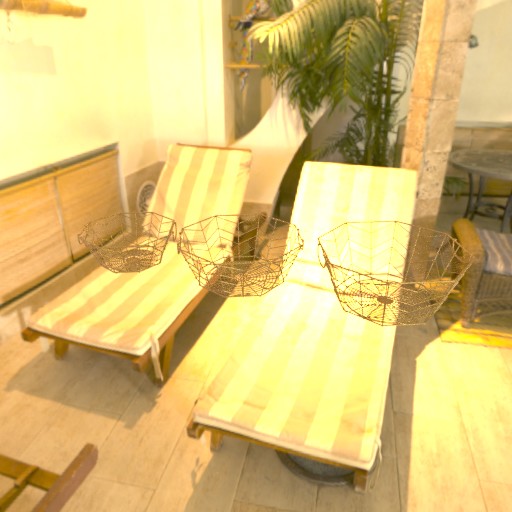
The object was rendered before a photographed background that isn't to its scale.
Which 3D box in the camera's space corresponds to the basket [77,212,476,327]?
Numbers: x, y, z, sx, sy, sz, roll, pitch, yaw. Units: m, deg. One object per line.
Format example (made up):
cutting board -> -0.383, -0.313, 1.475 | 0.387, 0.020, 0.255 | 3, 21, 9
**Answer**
basket -> 0.000, 0.000, 1.403 | 1.245, 0.178, 0.432 | 8, 27, 16
